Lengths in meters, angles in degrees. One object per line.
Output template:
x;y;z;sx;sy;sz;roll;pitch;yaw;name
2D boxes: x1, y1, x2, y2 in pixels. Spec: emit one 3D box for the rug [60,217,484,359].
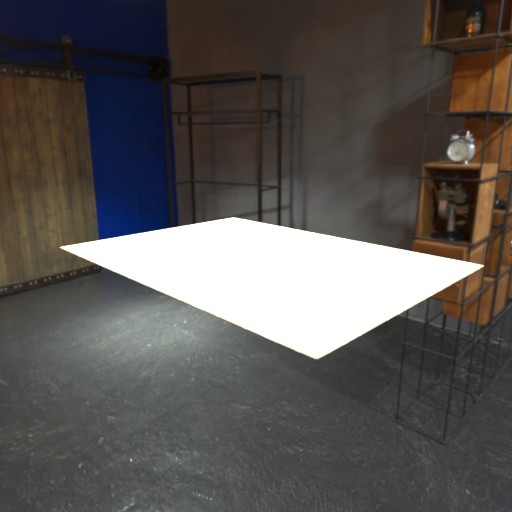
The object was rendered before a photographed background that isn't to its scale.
0.000;0.000;4.284;2.438;0.010;3.353;-15;21;-43;rug
